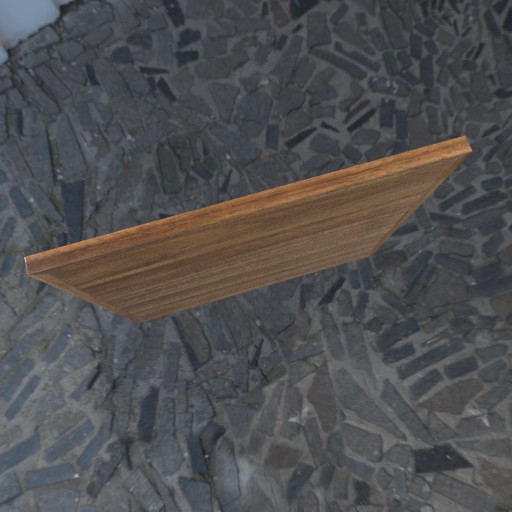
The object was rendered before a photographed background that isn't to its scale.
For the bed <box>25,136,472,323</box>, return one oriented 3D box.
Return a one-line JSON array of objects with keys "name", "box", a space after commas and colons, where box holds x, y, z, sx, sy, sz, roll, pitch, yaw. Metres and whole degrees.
[{"name": "bed", "box": [0.000, 0.000, 1.453, 1.041, 0.940, 0.043, -16, 76, -4]}]
